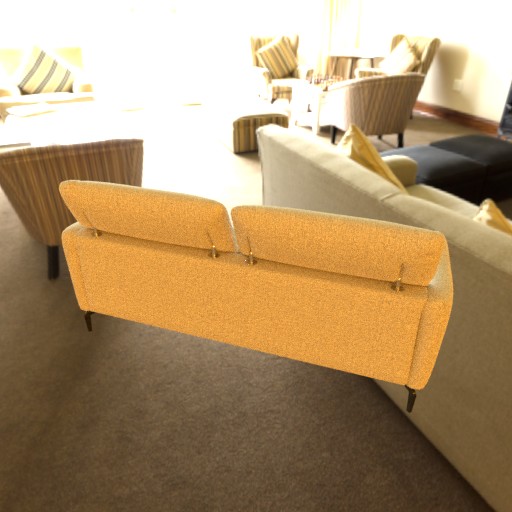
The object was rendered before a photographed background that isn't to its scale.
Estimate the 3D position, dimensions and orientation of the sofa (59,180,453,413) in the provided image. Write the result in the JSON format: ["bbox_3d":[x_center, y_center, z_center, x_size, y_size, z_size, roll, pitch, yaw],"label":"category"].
[{"bbox_3d":[0.000,0.000,2.477,2.015,0.956,0.856,10,32,16],"label":"sofa"}]
